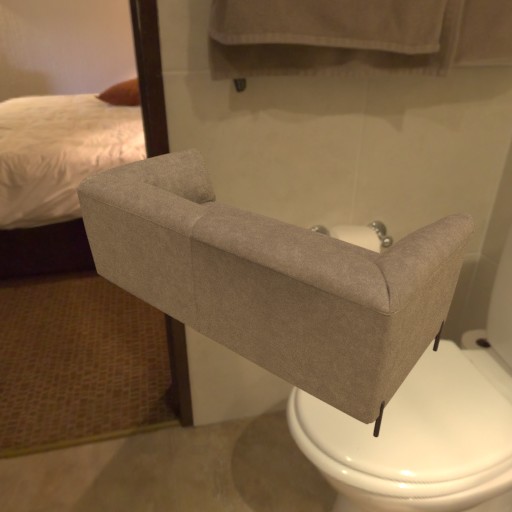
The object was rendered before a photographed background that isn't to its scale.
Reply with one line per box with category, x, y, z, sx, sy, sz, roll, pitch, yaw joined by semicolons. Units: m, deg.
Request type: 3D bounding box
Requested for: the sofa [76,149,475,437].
sofa;0.000;0.000;2.366;1.878;0.747;0.905;21;35;34
